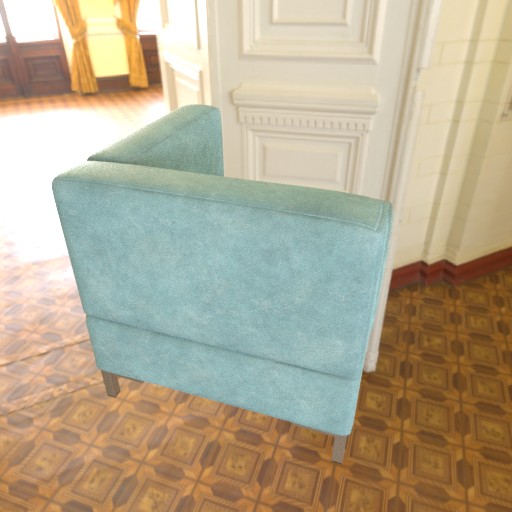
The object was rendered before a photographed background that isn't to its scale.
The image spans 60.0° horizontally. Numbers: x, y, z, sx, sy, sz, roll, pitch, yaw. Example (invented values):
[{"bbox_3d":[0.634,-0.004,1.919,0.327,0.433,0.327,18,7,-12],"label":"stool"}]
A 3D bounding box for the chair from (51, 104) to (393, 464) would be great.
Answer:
[{"bbox_3d":[0.000,0.000,1.230,0.691,0.660,0.684,10,34,16],"label":"chair"}]
